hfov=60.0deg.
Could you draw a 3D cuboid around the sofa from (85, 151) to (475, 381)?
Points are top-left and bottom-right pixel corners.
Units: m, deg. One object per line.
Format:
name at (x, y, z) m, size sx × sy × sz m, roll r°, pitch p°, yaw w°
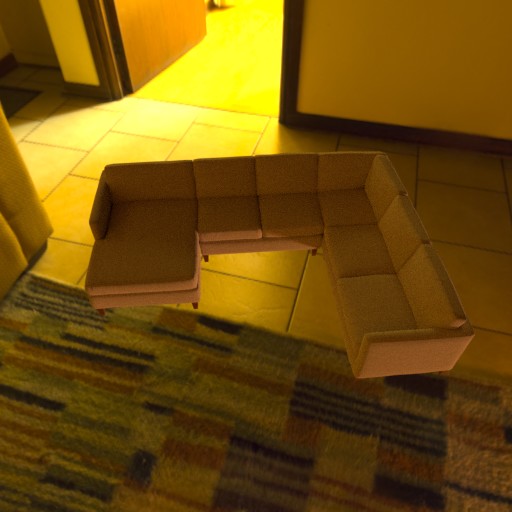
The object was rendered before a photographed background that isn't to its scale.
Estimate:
sofa at (0.000, 0.000, 4.601) m, size 3.460 × 0.961 × 2.594 m, roll -3°, pitch 47°, yaw -3°
